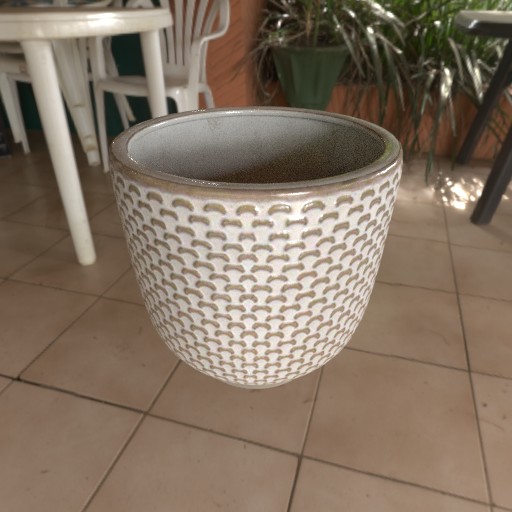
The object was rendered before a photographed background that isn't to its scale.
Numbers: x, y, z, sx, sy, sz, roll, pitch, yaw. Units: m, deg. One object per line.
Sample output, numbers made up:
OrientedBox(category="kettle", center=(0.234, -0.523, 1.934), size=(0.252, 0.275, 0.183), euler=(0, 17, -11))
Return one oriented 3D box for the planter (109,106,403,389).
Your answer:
OrientedBox(category="planter", center=(0.000, 0.000, 0.352), size=(0.197, 0.191, 0.197), euler=(0, 31, 0))
